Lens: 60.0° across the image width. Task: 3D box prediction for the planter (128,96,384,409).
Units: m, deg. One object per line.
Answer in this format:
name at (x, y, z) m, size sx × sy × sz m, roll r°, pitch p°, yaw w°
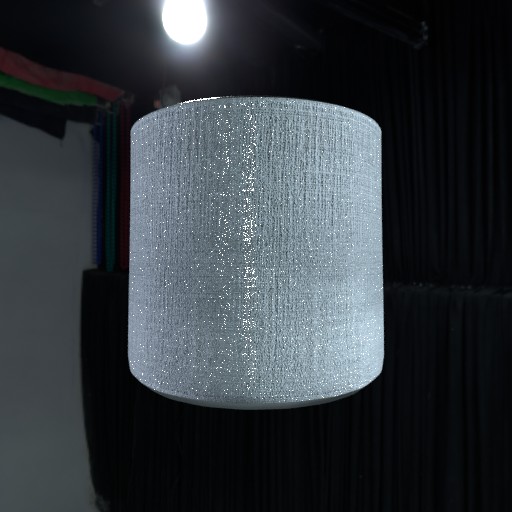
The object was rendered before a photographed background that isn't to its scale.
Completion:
planter at (0.000, 0.000, 0.289) m, size 0.160 × 0.156 × 0.160 m, roll 0°, pitch 0°, yaw 0°
